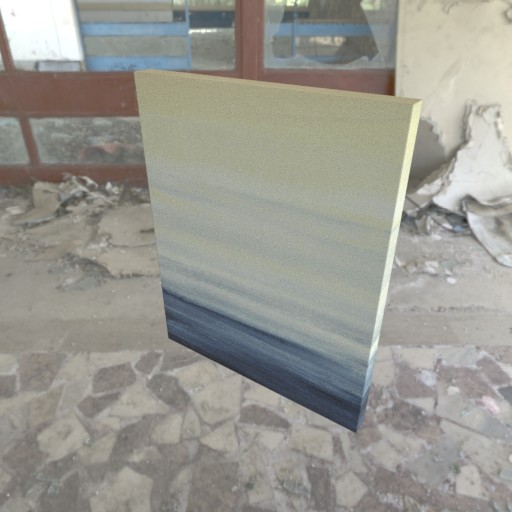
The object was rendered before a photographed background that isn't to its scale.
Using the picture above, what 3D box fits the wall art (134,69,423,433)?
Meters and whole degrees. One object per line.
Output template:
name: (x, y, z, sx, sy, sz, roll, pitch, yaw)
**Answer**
wall art: (0.000, 0.000, 0.826, 0.489, 0.608, 0.040, 19, 35, 29)
